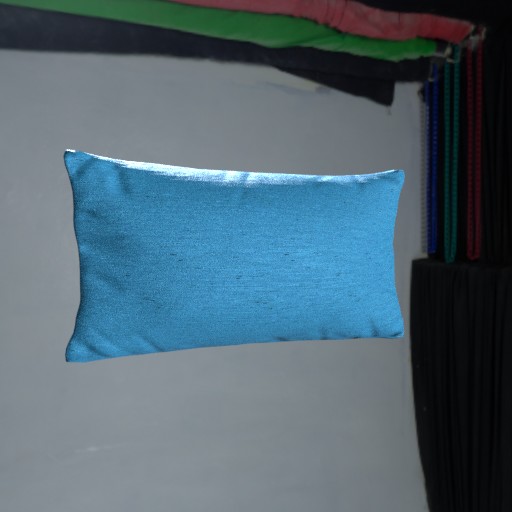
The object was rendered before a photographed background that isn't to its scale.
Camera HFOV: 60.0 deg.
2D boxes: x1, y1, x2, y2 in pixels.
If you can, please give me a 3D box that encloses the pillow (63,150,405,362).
[{"bbox_3d":[0.000,0.000,0.789,0.633,0.338,0.210,0,1,-18],"label":"pillow"}]
